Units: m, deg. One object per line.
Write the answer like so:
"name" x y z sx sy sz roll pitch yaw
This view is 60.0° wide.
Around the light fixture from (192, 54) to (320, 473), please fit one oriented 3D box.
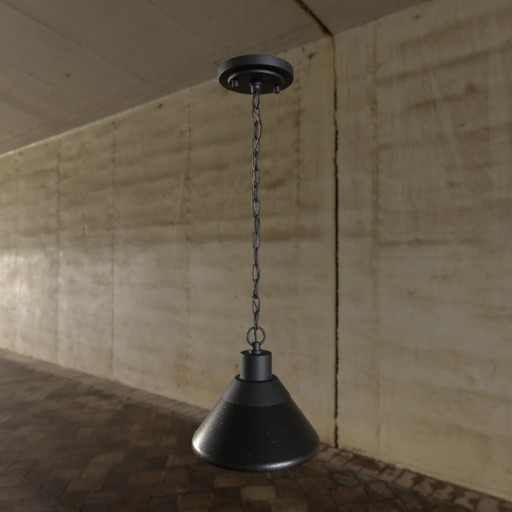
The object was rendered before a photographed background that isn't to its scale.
"light fixture" 0.000 0.000 0.703 0.201 0.588 0.201 0 -1 -18
